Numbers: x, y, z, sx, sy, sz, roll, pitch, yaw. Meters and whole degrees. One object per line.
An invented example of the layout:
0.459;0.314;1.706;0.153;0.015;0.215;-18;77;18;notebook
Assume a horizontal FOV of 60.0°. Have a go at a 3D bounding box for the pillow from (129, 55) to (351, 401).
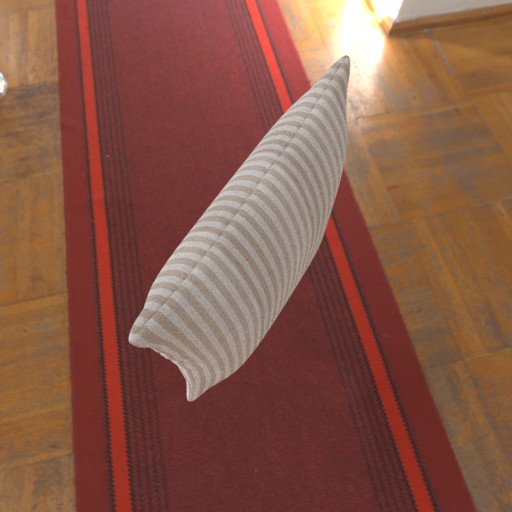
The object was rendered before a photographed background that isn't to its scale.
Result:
0.000;0.000;0.798;0.166;0.510;0.523;29;68;13;pillow
